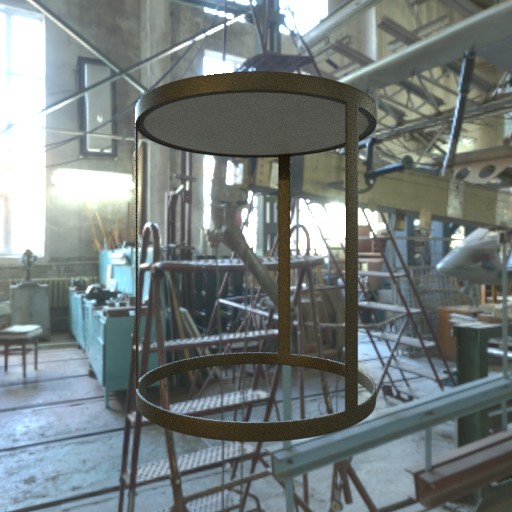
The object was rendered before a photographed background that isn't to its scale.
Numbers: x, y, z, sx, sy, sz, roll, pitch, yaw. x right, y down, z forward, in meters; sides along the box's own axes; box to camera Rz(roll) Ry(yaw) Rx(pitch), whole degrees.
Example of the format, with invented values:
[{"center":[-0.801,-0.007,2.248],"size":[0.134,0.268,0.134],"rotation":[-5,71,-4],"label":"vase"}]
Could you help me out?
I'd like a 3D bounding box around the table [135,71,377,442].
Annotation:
[{"center":[0.000,0.000,0.915],"size":[0.480,0.565,0.480],"rotation":[0,0,0],"label":"table"}]
